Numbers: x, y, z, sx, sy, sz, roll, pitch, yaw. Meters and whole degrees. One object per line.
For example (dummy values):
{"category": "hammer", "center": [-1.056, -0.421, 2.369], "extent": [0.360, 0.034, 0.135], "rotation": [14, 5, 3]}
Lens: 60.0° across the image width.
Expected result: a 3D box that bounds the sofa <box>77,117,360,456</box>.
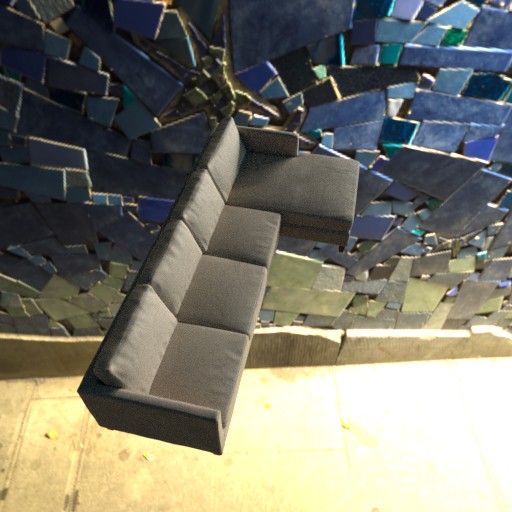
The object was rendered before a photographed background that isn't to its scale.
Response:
{"category": "sofa", "center": [0.000, 0.000, 3.882], "extent": [1.625, 0.846, 3.186], "rotation": [9, 49, 8]}
